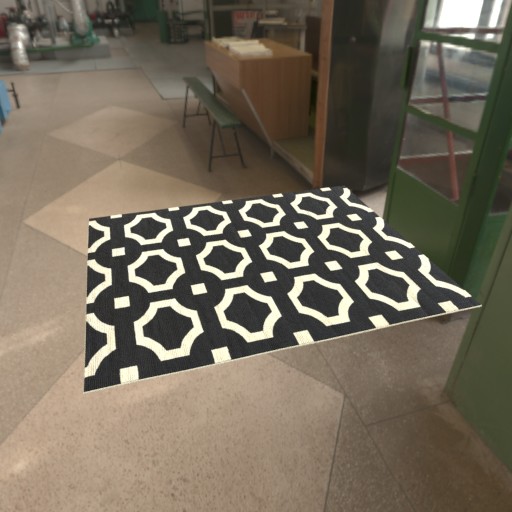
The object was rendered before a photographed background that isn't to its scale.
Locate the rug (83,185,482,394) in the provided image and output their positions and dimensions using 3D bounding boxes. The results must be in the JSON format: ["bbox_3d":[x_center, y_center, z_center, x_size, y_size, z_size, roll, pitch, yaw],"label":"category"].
[{"bbox_3d":[0.000,0.000,4.181,3.049,0.021,2.466,-9,34,-14],"label":"rug"}]
